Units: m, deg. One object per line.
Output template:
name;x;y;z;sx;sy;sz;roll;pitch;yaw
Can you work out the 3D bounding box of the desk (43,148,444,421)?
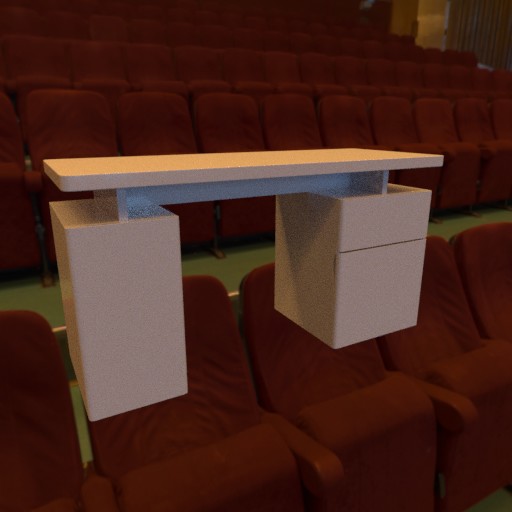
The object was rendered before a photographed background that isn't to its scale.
desk;0.000;0.000;1.751;1.400;0.762;0.550;-9;19;-27
